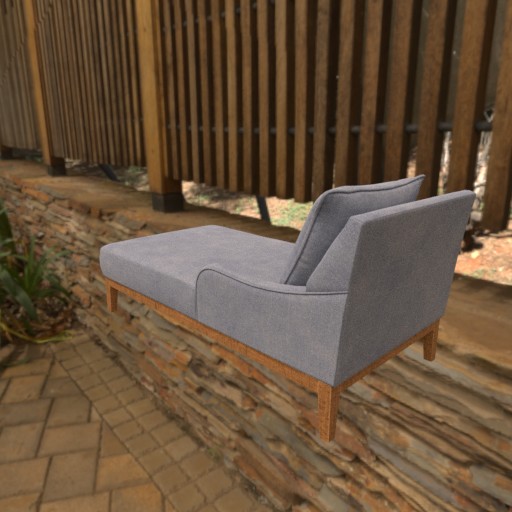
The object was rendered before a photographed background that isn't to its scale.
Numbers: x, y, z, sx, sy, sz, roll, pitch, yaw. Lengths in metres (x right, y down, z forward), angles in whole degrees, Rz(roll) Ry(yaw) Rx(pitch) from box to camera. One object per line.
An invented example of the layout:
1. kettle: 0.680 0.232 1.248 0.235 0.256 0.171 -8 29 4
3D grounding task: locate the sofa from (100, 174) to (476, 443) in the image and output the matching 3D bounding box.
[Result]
1. sofa: 0.000 0.000 2.293 0.904 0.883 1.779 -15 22 -42
